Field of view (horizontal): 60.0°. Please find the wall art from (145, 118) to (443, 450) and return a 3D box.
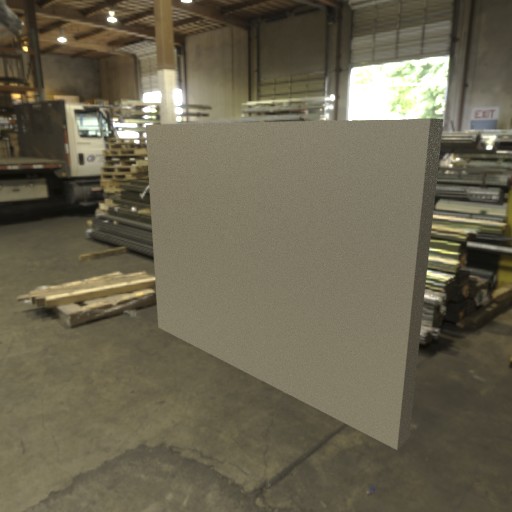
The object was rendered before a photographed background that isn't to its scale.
[{"bbox_3d":[0.000,0.000,1.390,1.056,0.801,0.066,14,21,42],"label":"wall art"}]
